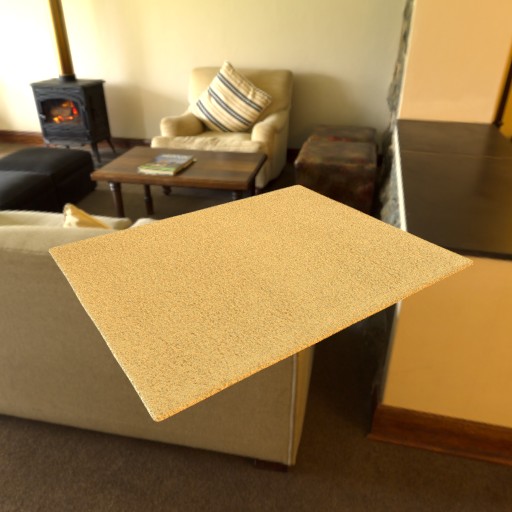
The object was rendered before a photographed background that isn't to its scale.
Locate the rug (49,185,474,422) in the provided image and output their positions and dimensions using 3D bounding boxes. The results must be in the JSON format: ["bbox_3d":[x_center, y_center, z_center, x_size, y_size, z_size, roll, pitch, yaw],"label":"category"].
[{"bbox_3d":[0.000,0.000,4.043,3.047,0.029,2.438,-19,34,-30],"label":"rug"}]
